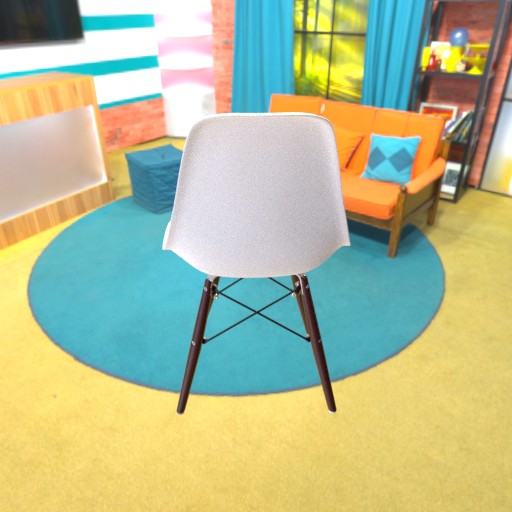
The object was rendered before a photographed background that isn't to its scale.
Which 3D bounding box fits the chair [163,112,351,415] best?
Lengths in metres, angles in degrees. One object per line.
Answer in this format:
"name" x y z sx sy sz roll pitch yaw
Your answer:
"chair" 0.000 0.000 1.141 0.470 0.826 0.533 -1 30 -2
